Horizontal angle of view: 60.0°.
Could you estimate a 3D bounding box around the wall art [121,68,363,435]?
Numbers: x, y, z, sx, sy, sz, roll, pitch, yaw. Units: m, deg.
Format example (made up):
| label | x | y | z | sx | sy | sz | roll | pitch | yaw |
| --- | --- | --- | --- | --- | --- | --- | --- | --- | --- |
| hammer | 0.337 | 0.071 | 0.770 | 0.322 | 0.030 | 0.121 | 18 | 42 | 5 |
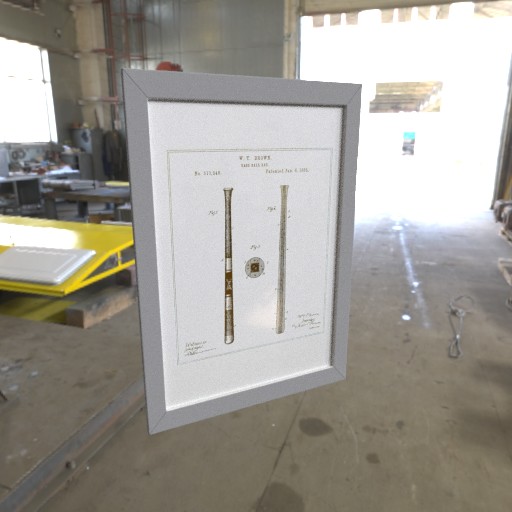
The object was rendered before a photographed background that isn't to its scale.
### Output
| label | x | y | z | sx | sy | sz | roll | pitch | yaw |
| --- | --- | --- | --- | --- | --- | --- | --- | --- | --- |
| wall art | 0.000 | 0.000 | 0.701 | 0.374 | 0.529 | 0.012 | -7 | 17 | -25 |
